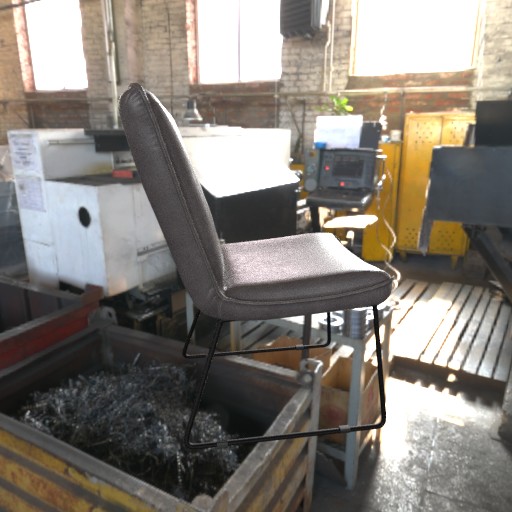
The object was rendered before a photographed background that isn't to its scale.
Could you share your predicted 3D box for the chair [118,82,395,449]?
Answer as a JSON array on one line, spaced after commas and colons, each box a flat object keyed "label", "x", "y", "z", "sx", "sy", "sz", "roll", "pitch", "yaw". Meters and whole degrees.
[{"label": "chair", "x": 0.000, "y": 0.000, "z": 1.338, "sx": 0.688, "sy": 0.932, "sz": 0.515, "roll": -3, "pitch": 17, "yaw": -9}]
